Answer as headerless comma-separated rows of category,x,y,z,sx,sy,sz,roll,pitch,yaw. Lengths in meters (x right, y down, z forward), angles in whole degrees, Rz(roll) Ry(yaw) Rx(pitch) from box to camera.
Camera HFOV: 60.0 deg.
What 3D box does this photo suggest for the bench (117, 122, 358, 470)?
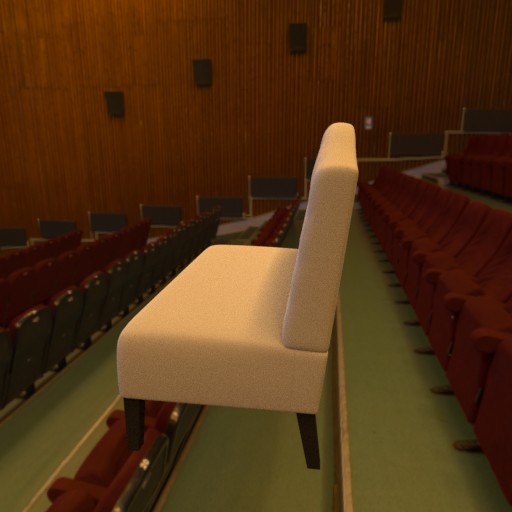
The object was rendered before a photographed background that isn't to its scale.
bench,0.000,0.000,2.058,0.815,1.180,1.335,2,15,8
